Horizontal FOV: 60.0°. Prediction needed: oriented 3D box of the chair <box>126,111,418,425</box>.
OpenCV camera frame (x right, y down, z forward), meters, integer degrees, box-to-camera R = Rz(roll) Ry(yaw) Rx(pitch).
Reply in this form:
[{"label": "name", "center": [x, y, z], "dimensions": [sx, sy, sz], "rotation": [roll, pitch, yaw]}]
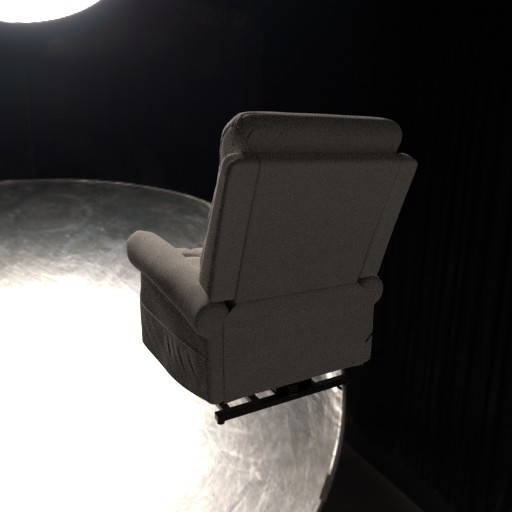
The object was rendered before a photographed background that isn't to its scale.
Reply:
[{"label": "chair", "center": [0.000, 0.000, 1.778], "dimensions": [0.871, 1.031, 0.979], "rotation": [-7, 15, -28]}]
